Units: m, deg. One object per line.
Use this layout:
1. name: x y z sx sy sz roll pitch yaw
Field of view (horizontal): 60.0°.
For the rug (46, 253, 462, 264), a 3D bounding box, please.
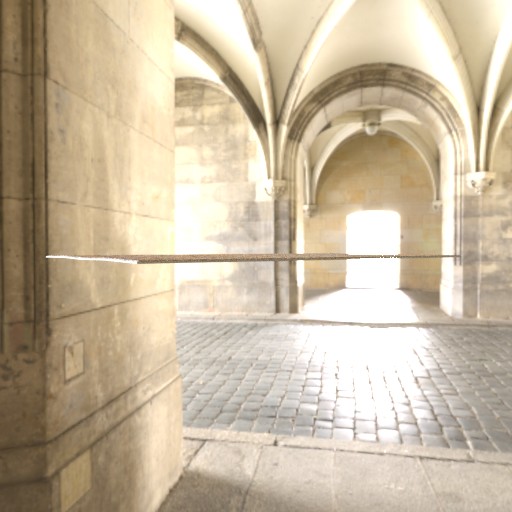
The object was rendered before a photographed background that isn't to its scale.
1. rug: 0.000 0.000 3.978 3.063 0.024 2.158 -1 1 -36
